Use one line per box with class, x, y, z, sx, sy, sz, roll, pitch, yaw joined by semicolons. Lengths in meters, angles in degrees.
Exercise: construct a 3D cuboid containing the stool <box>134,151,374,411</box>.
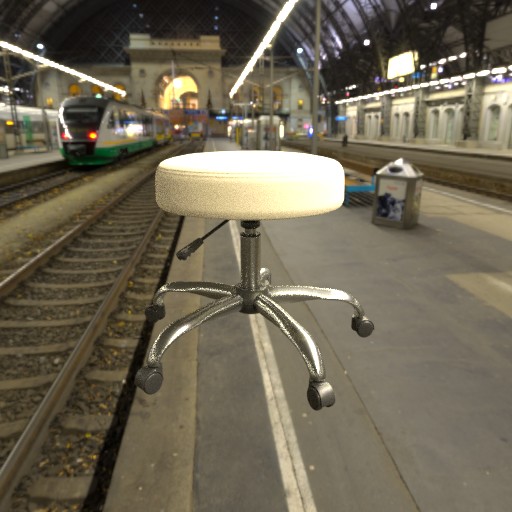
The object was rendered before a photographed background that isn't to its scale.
stool;0.000;0.000;1.058;0.634;0.482;0.614;-8;18;-26
